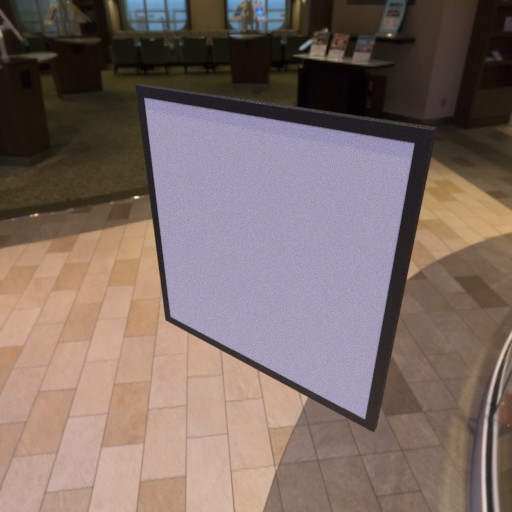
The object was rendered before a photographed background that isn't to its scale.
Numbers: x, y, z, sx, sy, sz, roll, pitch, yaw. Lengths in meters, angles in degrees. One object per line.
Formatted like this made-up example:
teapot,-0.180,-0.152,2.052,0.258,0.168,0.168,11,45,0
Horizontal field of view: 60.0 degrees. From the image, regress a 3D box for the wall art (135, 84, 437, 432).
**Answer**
wall art,0.000,0.000,1.209,0.807,0.807,0.022,20,36,31
